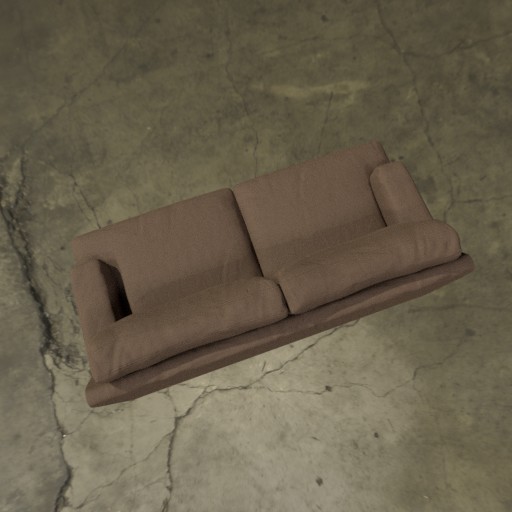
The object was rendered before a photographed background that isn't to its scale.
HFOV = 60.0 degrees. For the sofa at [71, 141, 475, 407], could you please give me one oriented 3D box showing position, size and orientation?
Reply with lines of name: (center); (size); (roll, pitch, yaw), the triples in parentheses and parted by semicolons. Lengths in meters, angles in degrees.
sofa: (0.000, 0.000, 2.818); (2.274, 0.950, 1.140); (-19, 75, -5)
